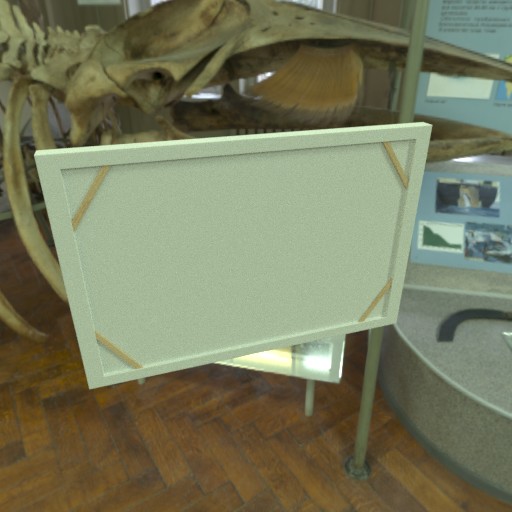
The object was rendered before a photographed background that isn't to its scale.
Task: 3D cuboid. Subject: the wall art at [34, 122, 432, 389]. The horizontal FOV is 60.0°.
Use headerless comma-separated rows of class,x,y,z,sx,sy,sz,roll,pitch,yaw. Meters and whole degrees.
wall art,0.000,0.000,1.140,0.914,0.609,0.038,-9,29,-16
